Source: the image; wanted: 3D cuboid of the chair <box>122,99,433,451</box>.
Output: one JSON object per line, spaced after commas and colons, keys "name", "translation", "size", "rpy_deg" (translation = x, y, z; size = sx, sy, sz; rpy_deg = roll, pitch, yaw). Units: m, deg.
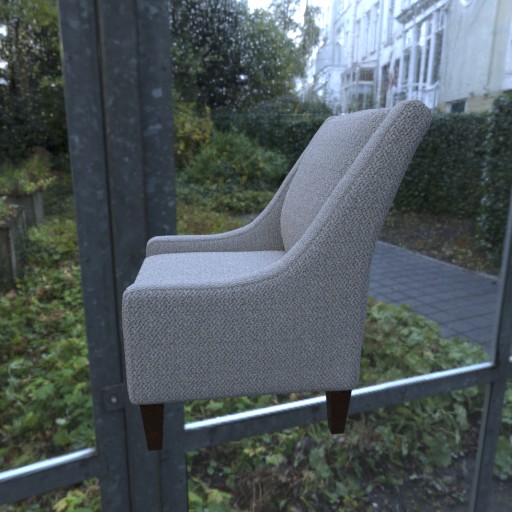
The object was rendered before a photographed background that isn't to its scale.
{"name": "chair", "translation": [0.000, 0.000, 1.600], "size": [0.870, 1.014, 0.774], "rpy_deg": [-2, 14, -8]}
